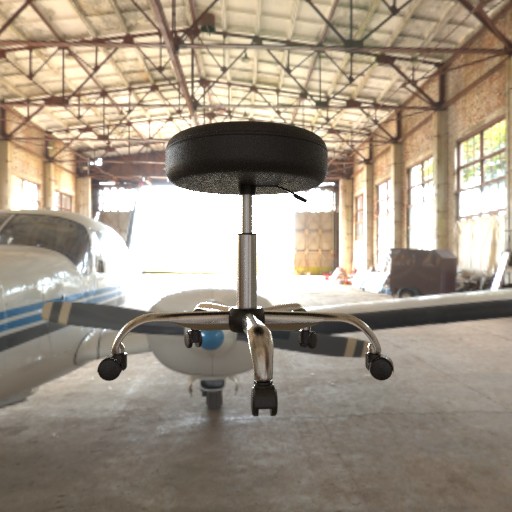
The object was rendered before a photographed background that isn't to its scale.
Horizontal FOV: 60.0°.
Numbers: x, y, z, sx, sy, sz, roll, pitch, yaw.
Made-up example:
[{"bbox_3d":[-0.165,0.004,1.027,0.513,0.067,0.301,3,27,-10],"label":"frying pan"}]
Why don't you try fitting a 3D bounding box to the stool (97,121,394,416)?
[{"bbox_3d":[0.000,0.000,1.152,0.673,0.576,0.638,0,0,35],"label":"stool"}]
